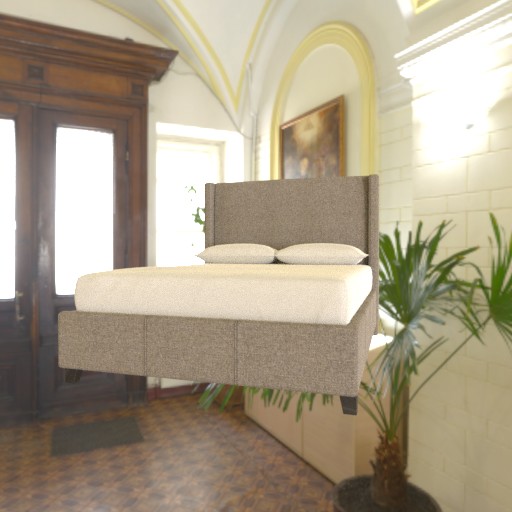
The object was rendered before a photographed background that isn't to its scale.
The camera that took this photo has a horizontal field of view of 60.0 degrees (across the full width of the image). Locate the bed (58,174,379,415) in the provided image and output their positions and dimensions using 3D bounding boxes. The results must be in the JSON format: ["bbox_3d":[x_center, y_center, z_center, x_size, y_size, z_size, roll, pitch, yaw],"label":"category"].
[{"bbox_3d":[0.000,0.000,3.373,1.714,1.481,2.245,0,1,18],"label":"bed"}]
